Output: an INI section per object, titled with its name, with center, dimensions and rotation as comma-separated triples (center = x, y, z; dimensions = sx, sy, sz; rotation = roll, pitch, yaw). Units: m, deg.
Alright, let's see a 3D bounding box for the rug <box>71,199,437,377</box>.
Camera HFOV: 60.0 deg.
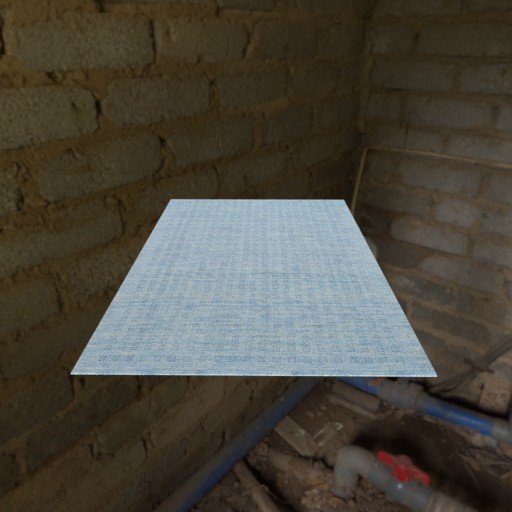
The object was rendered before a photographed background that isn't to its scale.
[rug]
center = 0.000, 0.000, 2.870
dimensions = 1.522, 0.006, 2.286
rotation = 0, 26, 0
